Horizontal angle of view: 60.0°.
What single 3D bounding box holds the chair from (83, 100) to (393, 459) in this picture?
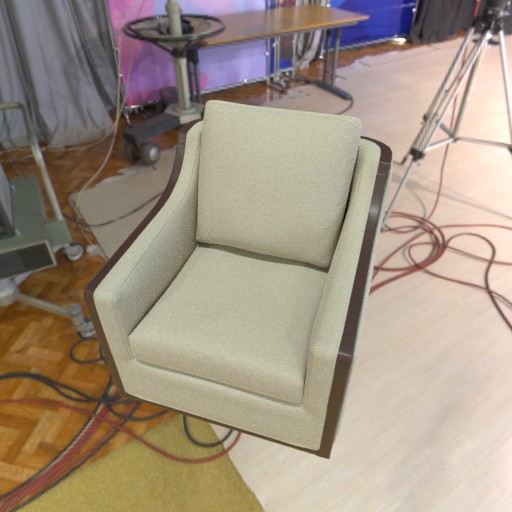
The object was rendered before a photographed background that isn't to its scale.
[{"bbox_3d":[0.000,0.000,1.683,0.870,0.930,0.950,12,42,13],"label":"chair"}]
